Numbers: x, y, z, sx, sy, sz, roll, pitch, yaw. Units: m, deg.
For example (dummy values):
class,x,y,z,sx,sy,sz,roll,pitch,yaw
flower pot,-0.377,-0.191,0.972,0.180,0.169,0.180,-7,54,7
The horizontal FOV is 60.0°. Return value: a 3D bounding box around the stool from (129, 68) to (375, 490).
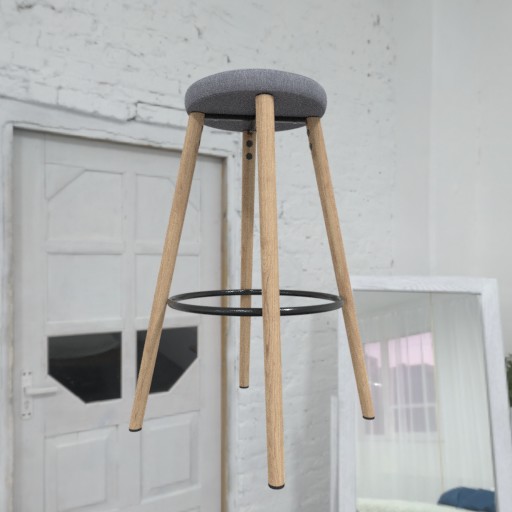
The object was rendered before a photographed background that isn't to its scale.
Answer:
class,x,y,z,sx,sy,sz,roll,pitch,yaw
stool,0.000,0.000,1.013,0.410,0.770,0.410,1,1,38
